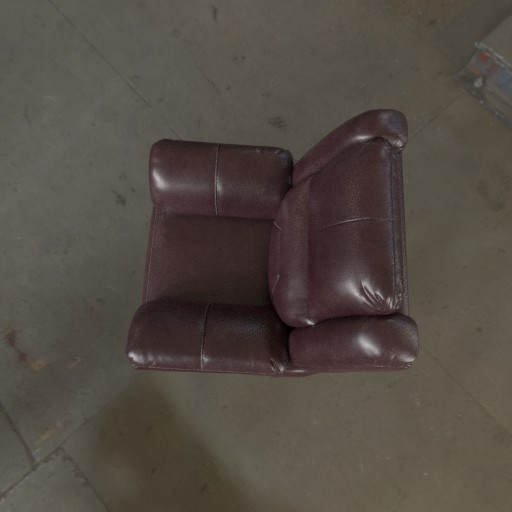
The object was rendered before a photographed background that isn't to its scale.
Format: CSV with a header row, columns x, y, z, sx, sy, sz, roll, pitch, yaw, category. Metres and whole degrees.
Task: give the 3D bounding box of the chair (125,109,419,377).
x,y,z,sx,sy,sz,roll,pitch,yaw,category
0.000,0.000,1.900,1.041,1.093,0.990,3,74,1,chair
